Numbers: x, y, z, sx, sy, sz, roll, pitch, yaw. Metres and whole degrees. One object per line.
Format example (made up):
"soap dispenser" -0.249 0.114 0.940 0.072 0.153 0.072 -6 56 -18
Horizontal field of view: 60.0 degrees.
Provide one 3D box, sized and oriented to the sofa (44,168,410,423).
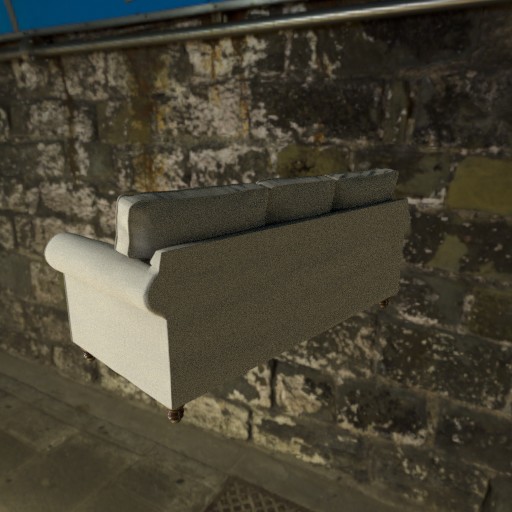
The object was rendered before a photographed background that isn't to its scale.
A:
"sofa" 0.000 0.000 2.604 0.916 0.961 2.084 14 21 42
